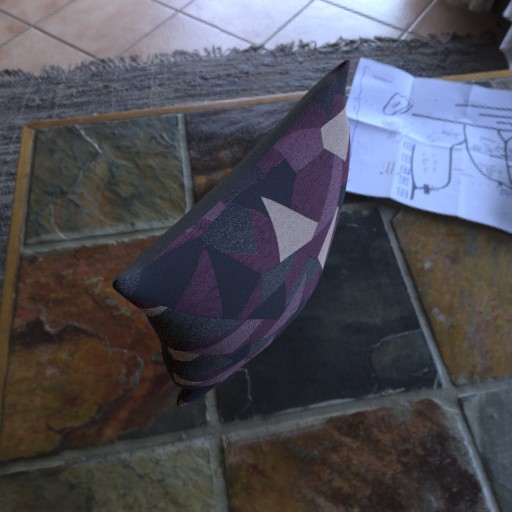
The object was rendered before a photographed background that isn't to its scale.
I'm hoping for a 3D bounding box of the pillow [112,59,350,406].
[{"bbox_3d":[0.000,0.000,0.771,0.208,0.496,0.503,32,64,18],"label":"pillow"}]
